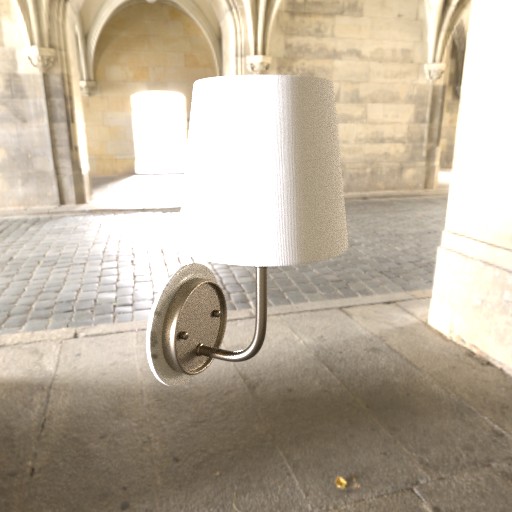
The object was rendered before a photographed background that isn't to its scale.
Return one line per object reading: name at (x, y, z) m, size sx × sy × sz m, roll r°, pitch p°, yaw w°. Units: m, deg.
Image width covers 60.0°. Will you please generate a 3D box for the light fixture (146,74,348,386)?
light fixture at (0.000, 0.000, 0.462) m, size 0.188 × 0.337 × 0.168 m, roll 8°, pitch 17°, yaw 26°
